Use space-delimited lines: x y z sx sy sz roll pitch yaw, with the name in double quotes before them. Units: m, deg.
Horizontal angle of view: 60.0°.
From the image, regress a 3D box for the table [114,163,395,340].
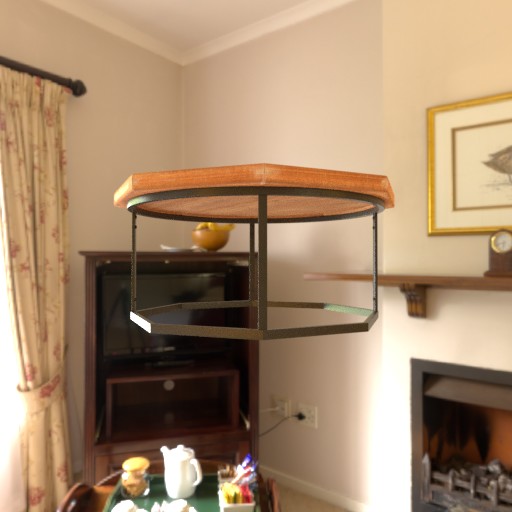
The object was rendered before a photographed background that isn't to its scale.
"table" 0.000 0.000 1.580 1.002 0.444 1.002 0 -1 0
